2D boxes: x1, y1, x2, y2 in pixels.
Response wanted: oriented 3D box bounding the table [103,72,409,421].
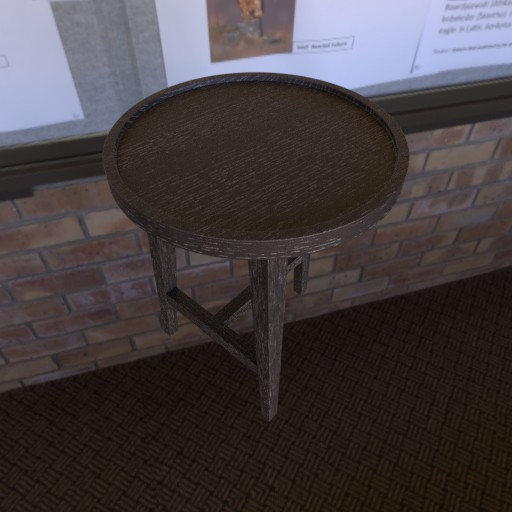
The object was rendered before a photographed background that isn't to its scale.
[{"bbox_3d":[0.000,0.000,0.757,0.399,0.460,0.399,0,46,0],"label":"table"}]
